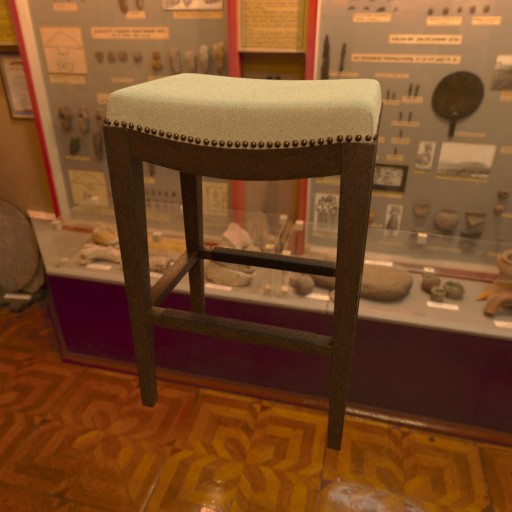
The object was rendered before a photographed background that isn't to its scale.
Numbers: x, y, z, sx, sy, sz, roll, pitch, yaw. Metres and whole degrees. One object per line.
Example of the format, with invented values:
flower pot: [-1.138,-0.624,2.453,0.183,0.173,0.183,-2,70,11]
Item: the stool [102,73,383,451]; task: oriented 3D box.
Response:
stool: [0.000,0.000,1.038,0.498,0.759,0.358,8,29,14]
